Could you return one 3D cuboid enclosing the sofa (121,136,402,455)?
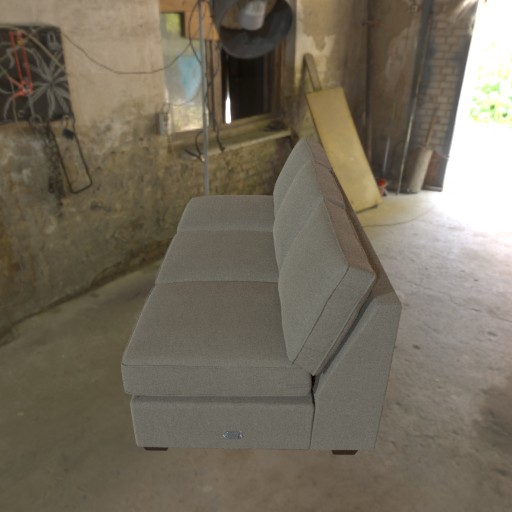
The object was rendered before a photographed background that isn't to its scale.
[{"bbox_3d":[0.000,0.000,2.716,1.127,1.036,2.092,0,27,1],"label":"sofa"}]
